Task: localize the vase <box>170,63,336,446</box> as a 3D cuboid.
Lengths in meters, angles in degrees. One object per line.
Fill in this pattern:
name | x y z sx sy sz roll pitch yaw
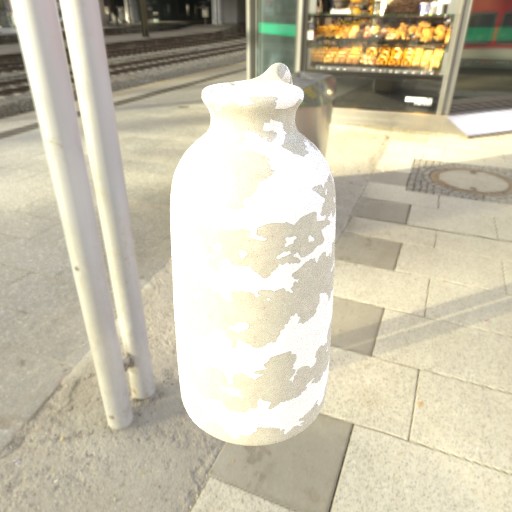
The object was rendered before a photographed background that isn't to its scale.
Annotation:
vase | 0.000 0.000 0.490 0.186 0.382 0.203 10 31 18
